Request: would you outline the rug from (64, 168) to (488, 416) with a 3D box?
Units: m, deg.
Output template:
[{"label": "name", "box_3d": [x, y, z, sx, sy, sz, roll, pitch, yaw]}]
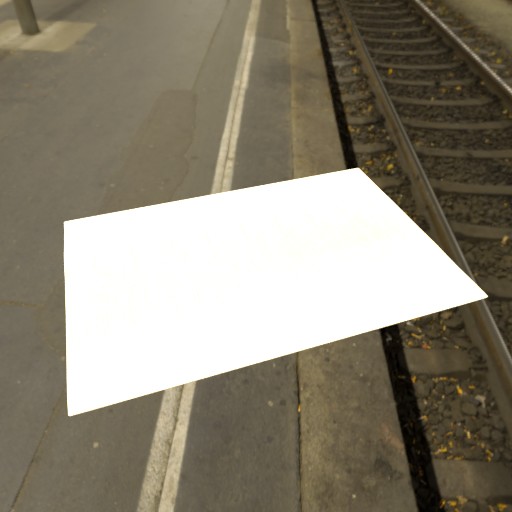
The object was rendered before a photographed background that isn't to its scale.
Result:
[{"label": "rug", "box_3d": [0.000, 0.000, 2.257, 1.850, 0.006, 1.234, -13, 43, -14]}]
